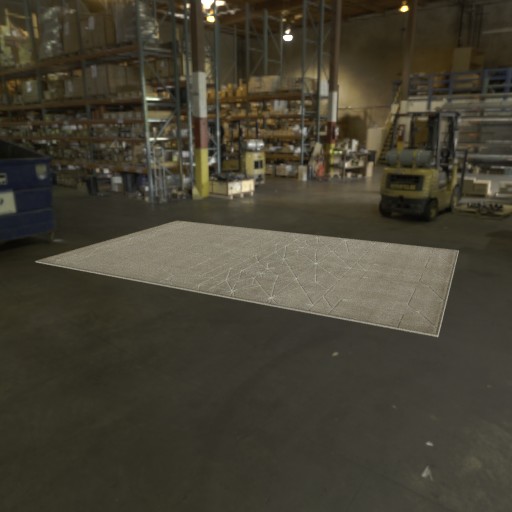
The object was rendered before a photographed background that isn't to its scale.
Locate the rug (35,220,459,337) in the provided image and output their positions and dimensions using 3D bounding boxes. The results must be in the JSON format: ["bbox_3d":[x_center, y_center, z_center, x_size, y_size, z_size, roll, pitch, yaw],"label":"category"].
[{"bbox_3d":[0.000,0.000,3.002,2.438,0.012,1.524,8,17,26],"label":"rug"}]
